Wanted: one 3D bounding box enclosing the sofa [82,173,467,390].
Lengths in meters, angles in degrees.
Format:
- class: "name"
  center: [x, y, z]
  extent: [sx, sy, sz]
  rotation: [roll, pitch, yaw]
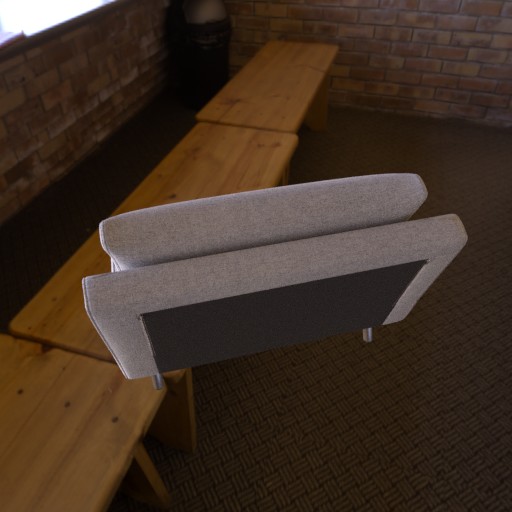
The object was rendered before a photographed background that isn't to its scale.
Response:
- class: "sofa"
  center: [0.000, 0.000, 1.873]
  extent: [1.220, 0.910, 0.910]
  rotation: [-10, 42, -11]
